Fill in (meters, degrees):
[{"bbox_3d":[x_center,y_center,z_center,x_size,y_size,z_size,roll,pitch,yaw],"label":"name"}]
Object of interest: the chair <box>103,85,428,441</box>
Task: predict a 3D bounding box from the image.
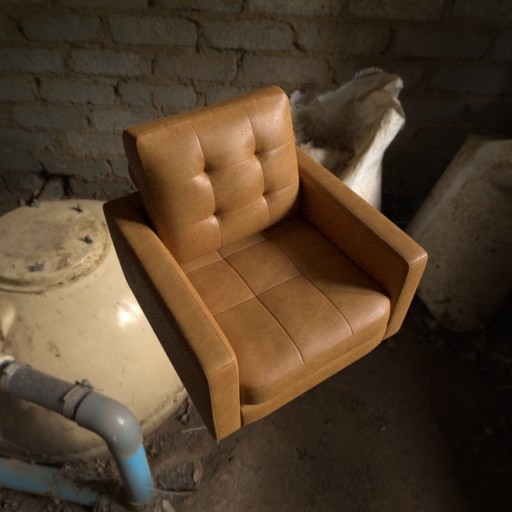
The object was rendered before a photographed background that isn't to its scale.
[{"bbox_3d":[0.000,0.000,1.580,0.831,0.896,0.868,-24,51,-21],"label":"chair"}]
